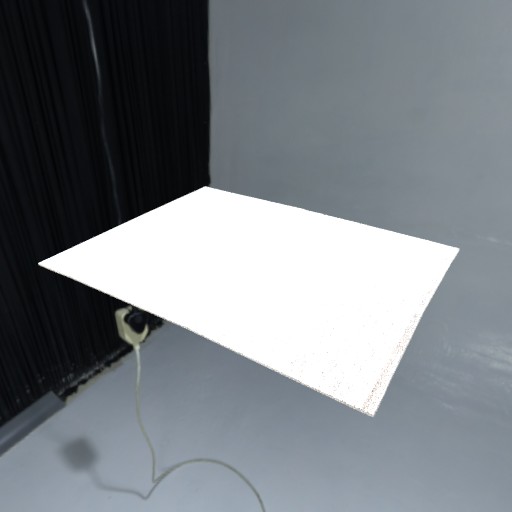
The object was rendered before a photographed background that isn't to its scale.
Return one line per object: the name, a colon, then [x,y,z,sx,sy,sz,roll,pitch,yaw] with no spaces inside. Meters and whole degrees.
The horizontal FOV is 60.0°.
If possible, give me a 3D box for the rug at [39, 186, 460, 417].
rug: [0.000,0.000,4.950,3.778,0.053,2.873,18,34,29]
